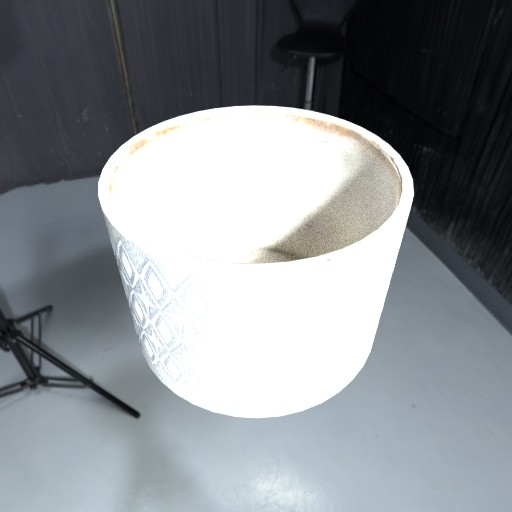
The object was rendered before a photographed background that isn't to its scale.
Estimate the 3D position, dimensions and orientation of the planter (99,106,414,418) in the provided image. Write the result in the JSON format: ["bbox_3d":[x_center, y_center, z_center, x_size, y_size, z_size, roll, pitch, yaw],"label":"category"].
[{"bbox_3d":[0.000,0.000,0.317,0.186,0.144,0.186,0,41,0],"label":"planter"}]
